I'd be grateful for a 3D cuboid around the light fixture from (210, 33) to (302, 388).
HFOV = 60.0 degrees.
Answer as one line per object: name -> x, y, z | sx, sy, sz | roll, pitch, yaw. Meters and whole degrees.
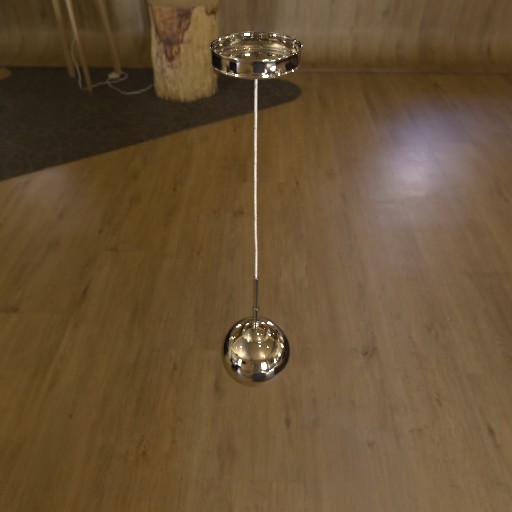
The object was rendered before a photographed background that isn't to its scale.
light fixture -> 0.000, 0.000, 1.714 | 0.336, 1.538, 0.336 | 12, 43, 13
